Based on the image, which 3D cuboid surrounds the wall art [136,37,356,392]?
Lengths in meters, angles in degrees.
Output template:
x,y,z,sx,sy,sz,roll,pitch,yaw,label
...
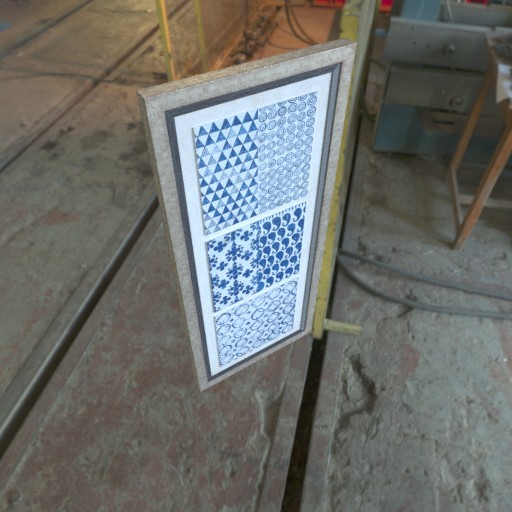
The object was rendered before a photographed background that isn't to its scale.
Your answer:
x,y,z,sx,sy,sz,roll,pitch,yaw,label
0.000,0.000,1.698,0.648,1.461,0.051,-24,51,-21,wall art
